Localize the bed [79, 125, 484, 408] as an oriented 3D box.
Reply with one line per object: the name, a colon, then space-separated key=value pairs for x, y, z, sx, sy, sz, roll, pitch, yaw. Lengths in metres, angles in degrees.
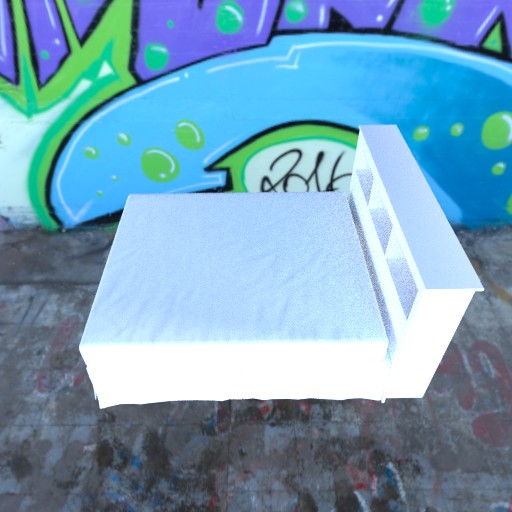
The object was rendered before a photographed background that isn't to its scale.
bed: x=0.000 y=0.000 z=3.067 sx=2.133 sy=1.092 sz=1.671 roll=-1 pitch=43 yaw=-1
